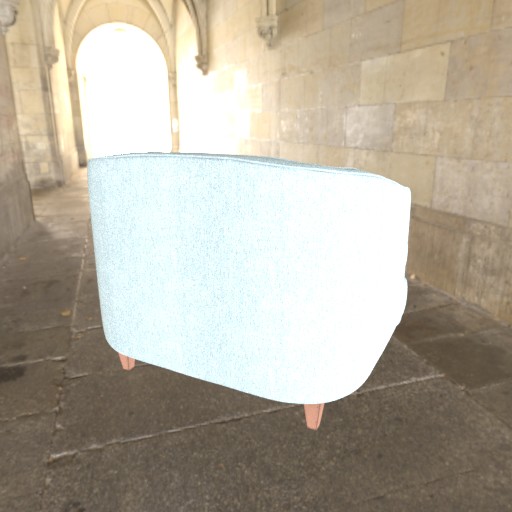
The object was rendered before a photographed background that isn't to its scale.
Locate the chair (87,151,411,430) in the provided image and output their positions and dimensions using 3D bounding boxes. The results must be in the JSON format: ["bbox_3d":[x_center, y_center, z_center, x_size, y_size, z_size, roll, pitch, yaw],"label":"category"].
[{"bbox_3d":[0.000,0.000,1.780,1.094,0.852,0.945,8,18,26],"label":"chair"}]
